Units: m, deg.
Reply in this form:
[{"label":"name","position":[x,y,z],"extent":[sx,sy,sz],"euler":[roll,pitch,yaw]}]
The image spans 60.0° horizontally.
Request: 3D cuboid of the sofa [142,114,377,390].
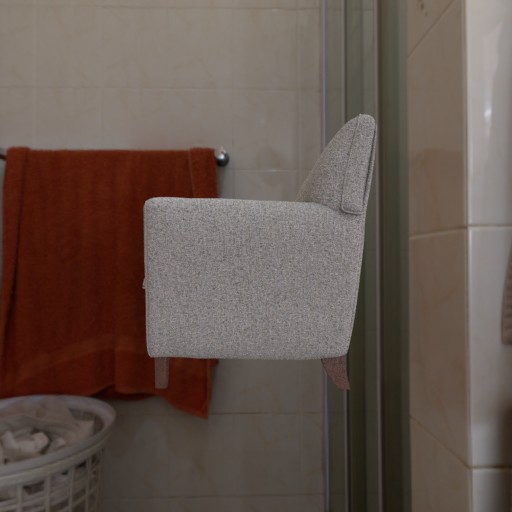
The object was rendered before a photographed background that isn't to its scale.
[{"label":"sofa","position":[0.000,0.000,2.477],"extent":[0.854,0.942,2.026],"euler":[0,-1,1]}]
